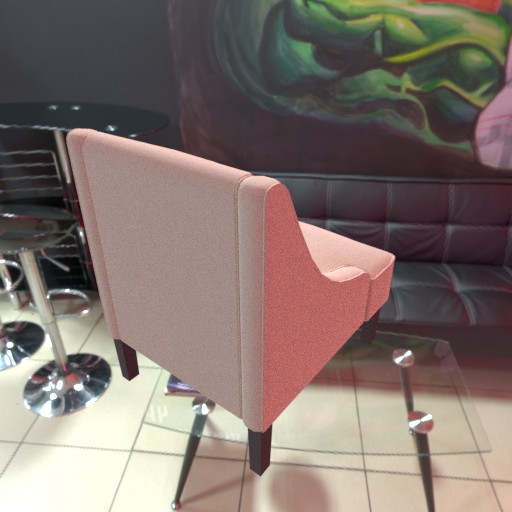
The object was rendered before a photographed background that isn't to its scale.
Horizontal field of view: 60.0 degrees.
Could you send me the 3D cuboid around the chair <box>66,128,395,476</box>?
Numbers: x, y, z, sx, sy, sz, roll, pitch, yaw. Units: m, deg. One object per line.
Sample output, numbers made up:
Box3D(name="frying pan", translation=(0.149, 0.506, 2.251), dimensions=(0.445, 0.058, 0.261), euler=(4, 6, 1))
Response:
Box3D(name="chair", translation=(0.000, 0.000, 1.475), dimensions=(0.689, 0.886, 0.806), euler=(22, 37, 32))
